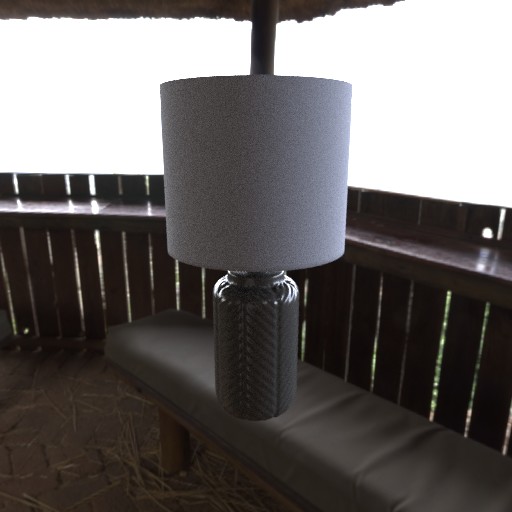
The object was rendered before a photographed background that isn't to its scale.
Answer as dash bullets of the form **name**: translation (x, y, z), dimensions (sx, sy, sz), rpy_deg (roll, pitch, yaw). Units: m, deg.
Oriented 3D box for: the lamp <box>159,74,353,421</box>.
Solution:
- **lamp**: translation (0.000, 0.000, 0.522), dimensions (0.203, 0.389, 0.203), rpy_deg (8, 17, 27)
